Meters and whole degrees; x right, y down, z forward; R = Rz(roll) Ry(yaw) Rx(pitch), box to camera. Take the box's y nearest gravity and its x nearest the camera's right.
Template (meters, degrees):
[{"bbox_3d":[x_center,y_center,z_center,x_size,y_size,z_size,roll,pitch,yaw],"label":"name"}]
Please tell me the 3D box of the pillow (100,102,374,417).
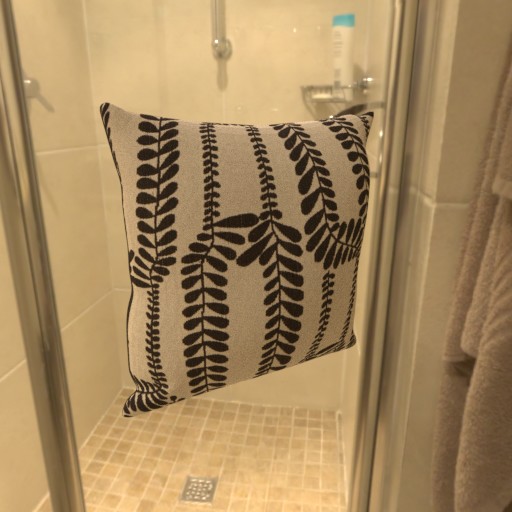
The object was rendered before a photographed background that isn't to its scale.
[{"bbox_3d":[0.000,0.000,0.682,0.440,0.441,0.182,-9,20,-27],"label":"pillow"}]
